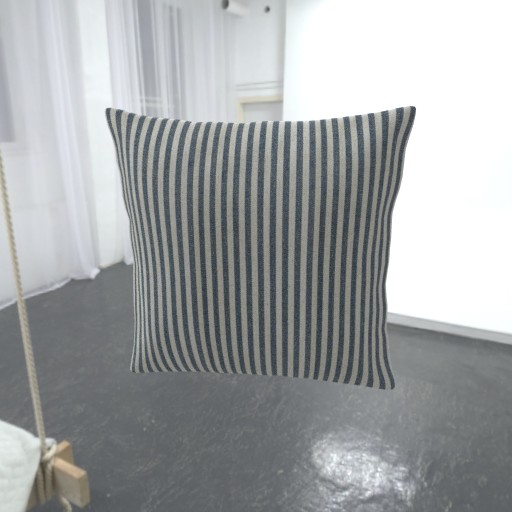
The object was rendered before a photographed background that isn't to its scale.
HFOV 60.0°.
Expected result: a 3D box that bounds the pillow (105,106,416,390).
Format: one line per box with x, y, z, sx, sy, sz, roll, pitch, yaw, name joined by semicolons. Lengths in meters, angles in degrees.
0.000;0.000;0.797;0.523;0.510;0.166;2;15;8;pillow
